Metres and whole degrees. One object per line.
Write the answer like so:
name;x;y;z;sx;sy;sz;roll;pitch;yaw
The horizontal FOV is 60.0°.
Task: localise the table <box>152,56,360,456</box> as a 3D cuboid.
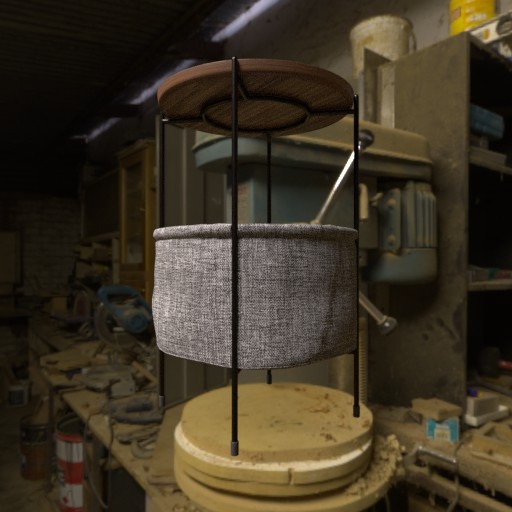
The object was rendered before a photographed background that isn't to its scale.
table;0.000;0.000;0.890;0.400;0.623;0.400;0;0;-35
